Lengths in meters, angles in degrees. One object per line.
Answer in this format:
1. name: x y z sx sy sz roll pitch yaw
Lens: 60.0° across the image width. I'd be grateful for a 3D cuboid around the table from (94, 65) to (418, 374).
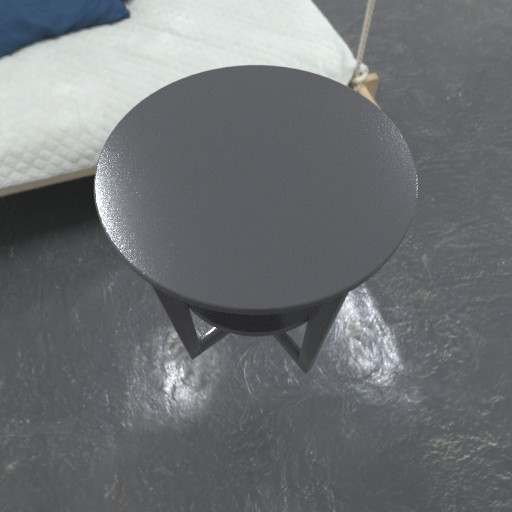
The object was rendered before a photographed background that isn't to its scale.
1. table: 0.000 0.000 0.929 0.500 0.550 0.500 0 58 0
